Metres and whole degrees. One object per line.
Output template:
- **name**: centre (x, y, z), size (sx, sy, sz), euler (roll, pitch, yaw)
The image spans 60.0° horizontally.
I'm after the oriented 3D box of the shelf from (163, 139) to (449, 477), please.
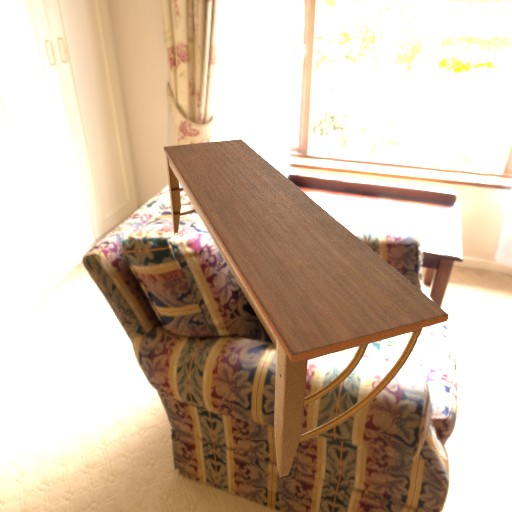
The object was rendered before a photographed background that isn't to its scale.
- **shelf**: centre (0.000, 0.000, 0.708), size (0.166, 0.190, 0.636), euler (-11, 32, -17)
